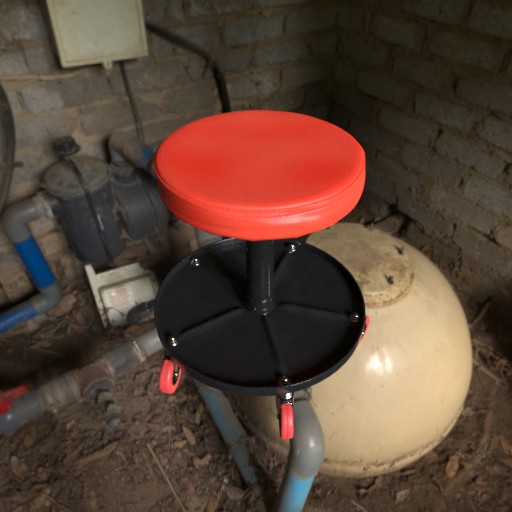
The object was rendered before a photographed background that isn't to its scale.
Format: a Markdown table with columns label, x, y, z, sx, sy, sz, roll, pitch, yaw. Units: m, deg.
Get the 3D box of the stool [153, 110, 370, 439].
| label | x | y | z | sx | sy | sz | roll | pitch | yaw |
| --- | --- | --- | --- | --- | --- | --- | --- | --- | --- |
| stool | 0.000 | 0.000 | 0.689 | 0.382 | 0.365 | 0.381 | 12 | 42 | 14 |
